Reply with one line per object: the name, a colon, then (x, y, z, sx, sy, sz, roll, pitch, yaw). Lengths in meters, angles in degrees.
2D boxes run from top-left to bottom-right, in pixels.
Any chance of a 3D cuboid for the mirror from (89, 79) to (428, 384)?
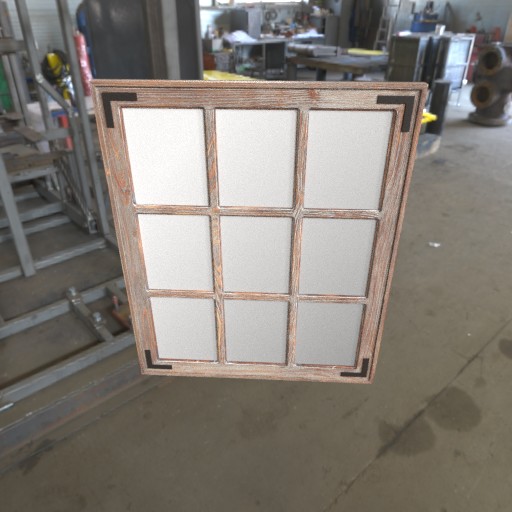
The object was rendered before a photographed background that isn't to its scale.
mirror: (0.000, 0.000, 1.189, 0.730, 0.882, 0.032, 2, 30, 3)
